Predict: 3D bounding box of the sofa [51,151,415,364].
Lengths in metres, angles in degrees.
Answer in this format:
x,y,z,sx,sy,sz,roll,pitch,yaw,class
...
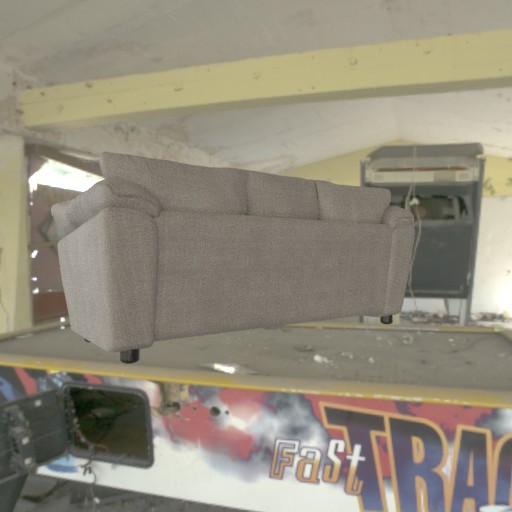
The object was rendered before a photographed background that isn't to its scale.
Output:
x,y,z,sx,sy,sz,roll,pitch,yaw,class
0.000,0.000,2.889,2.334,0.996,0.878,0,1,-36,sofa
